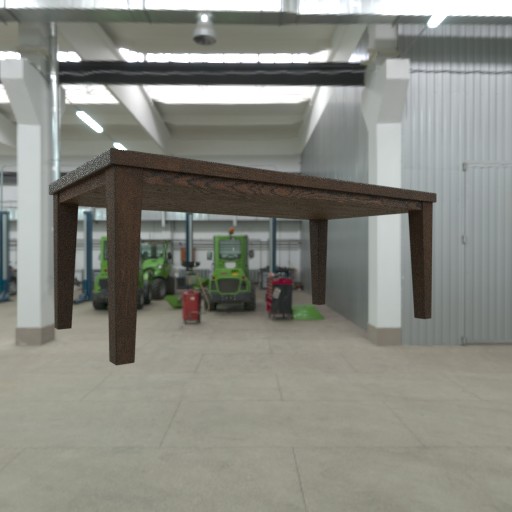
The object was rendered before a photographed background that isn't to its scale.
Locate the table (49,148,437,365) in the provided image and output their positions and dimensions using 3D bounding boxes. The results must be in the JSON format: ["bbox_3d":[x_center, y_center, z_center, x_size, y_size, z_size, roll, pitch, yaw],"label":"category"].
[{"bbox_3d":[0.000,0.000,2.525,1.981,0.762,1.016,0,0,-36],"label":"table"}]
